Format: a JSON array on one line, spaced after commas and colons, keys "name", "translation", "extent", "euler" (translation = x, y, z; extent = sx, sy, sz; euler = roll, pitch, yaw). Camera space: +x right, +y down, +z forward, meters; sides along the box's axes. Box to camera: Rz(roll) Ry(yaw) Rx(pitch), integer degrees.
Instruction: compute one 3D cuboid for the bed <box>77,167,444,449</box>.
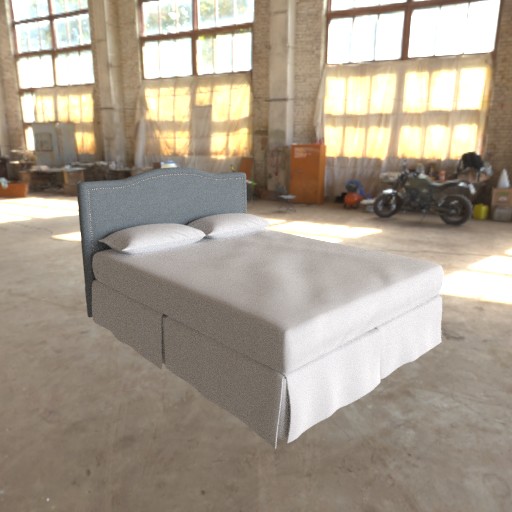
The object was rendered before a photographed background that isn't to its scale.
[{"name": "bed", "translation": [0.000, 0.000, 3.985], "extent": [2.161, 1.457, 2.689], "euler": [-14, 20, -42]}]
